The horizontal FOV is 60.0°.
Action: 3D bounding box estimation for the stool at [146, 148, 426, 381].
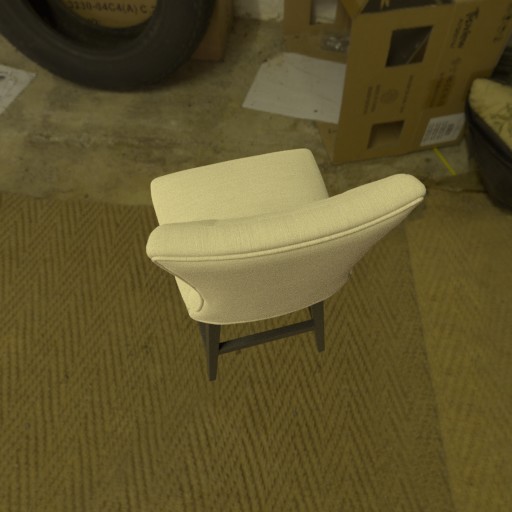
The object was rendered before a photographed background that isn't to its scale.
[{"bbox_3d":[0.000,0.000,1.296,0.514,1.000,0.574,-13,59,-8],"label":"stool"}]
